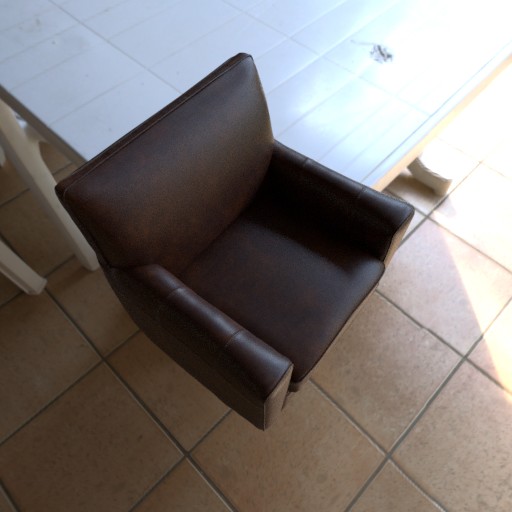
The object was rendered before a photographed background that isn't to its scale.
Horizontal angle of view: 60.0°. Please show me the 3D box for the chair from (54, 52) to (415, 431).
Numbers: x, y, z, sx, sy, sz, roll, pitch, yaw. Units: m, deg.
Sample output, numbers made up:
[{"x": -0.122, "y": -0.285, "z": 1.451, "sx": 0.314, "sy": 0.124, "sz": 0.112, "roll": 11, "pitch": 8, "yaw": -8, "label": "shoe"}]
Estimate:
[{"x": 0.000, "y": 0.000, "z": 1.640, "sx": 0.823, "sy": 0.943, "sz": 0.870, "roll": 34, "pitch": 64, "yaw": 20, "label": "chair"}]
